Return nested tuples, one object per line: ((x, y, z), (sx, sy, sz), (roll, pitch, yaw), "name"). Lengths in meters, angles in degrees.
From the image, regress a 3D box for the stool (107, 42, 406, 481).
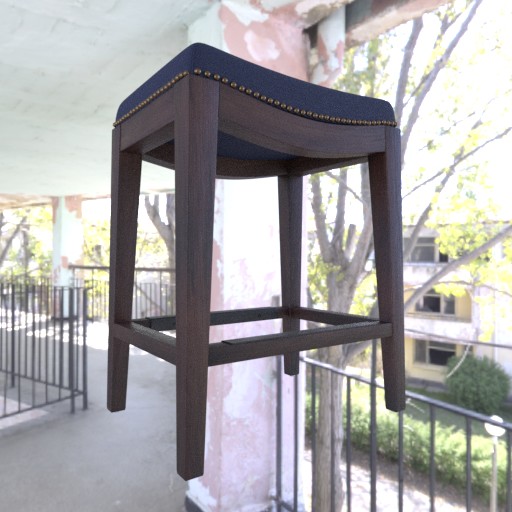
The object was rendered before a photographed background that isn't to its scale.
((0.000, 0.000, 0.912), (0.500, 0.642, 0.361), (0, 0, -35), "stool")
